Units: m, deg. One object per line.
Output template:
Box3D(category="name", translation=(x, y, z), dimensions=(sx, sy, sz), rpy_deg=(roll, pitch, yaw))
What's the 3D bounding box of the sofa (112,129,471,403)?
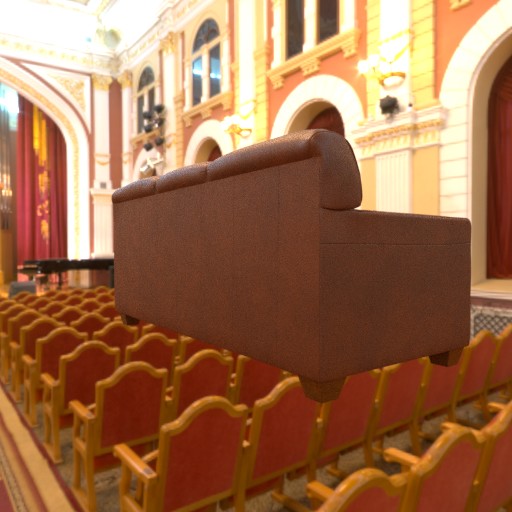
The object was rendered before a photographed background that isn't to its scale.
Box3D(category="sofa", translation=(0.000, 0.000, 2.512), dimensions=(1.008, 0.953, 2.039), rpy_deg=(-1, 1, -36))
